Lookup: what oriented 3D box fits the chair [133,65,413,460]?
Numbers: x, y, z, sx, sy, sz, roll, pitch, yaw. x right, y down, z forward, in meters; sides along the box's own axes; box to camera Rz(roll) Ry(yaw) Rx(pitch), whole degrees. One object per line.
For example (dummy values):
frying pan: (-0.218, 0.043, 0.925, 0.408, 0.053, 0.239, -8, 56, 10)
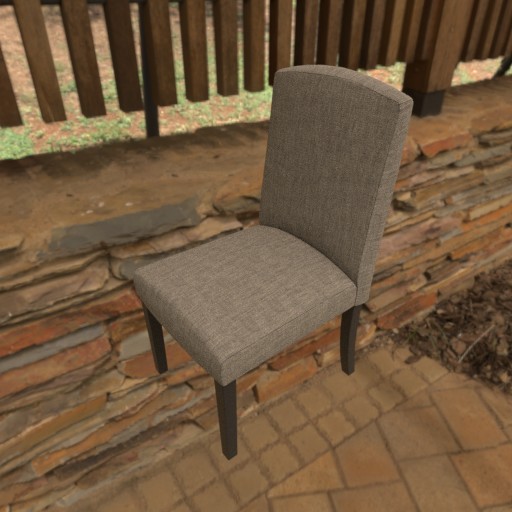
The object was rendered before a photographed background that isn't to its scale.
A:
chair: (0.000, 0.000, 1.225, 0.580, 0.917, 0.451, -23, 40, -31)
